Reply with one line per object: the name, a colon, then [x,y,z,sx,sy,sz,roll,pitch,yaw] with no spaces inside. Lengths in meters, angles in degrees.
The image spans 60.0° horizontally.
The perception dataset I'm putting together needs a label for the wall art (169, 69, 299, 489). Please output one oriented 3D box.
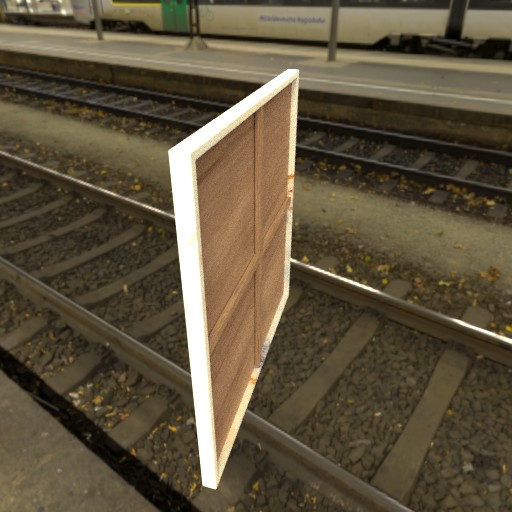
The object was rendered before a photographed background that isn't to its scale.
wall art: [0.000,0.000,1.288,0.038,0.889,0.889,8,32,13]
